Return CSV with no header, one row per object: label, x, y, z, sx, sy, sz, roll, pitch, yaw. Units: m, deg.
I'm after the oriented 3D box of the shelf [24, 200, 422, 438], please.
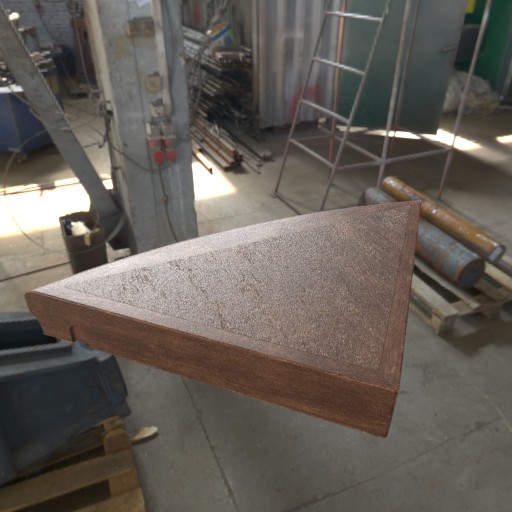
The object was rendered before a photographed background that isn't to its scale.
shelf,0.000,0.000,0.463,0.310,0.050,0.310,11,34,17
